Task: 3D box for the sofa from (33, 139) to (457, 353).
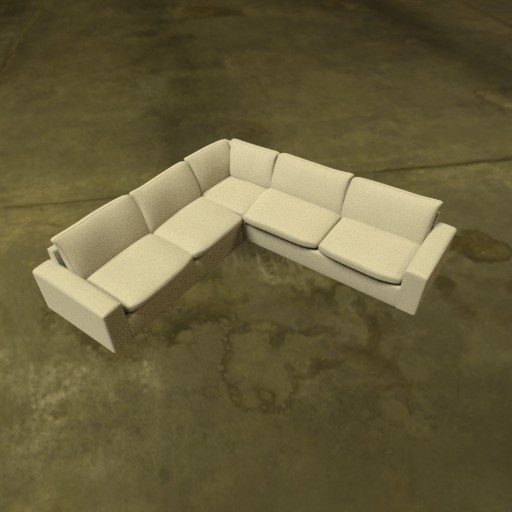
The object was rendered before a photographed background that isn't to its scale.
[{"bbox_3d":[0.000,0.000,4.639,3.206,0.918,3.066,25,47,25],"label":"sofa"}]
